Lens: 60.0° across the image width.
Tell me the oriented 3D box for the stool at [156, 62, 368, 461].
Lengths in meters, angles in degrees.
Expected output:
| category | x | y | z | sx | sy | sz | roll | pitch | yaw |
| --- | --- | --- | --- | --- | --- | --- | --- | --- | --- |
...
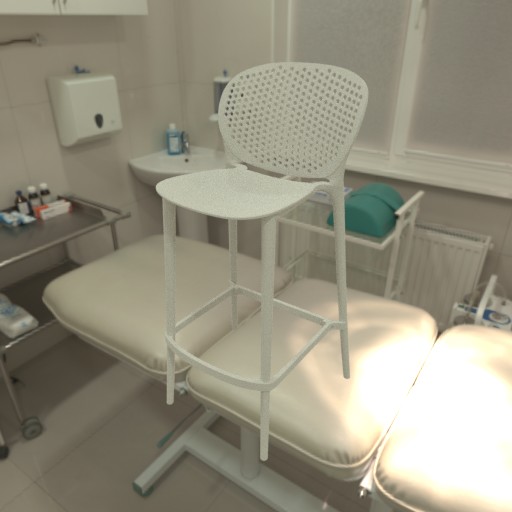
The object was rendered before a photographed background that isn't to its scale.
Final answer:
| category | x | y | z | sx | sy | sz | roll | pitch | yaw |
| --- | --- | --- | --- | --- | --- | --- | --- | --- | --- |
| stool | 0.000 | 0.000 | 1.348 | 0.536 | 1.045 | 0.535 | 18 | 33 | 30 |
